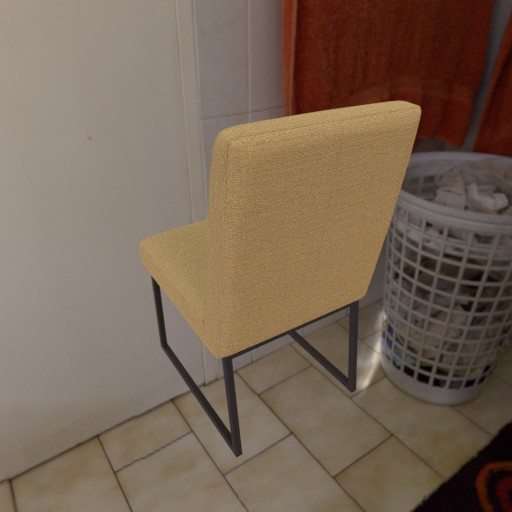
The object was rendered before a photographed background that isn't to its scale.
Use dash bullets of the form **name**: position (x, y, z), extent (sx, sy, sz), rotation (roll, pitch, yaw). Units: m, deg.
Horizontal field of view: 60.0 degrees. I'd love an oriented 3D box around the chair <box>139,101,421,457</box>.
- **chair**: position (0.000, 0.000, 1.320), extent (0.520, 0.930, 0.634), rotation (-18, 34, -28)
